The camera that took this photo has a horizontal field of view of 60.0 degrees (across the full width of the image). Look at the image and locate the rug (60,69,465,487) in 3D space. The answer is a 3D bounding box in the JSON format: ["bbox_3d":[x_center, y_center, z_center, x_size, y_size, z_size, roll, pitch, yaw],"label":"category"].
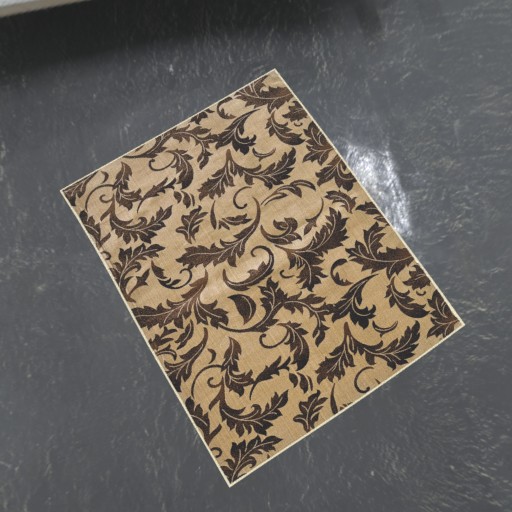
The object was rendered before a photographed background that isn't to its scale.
[{"bbox_3d":[0.000,0.000,3.925,2.380,0.008,2.977,-32,79,-7],"label":"rug"}]
